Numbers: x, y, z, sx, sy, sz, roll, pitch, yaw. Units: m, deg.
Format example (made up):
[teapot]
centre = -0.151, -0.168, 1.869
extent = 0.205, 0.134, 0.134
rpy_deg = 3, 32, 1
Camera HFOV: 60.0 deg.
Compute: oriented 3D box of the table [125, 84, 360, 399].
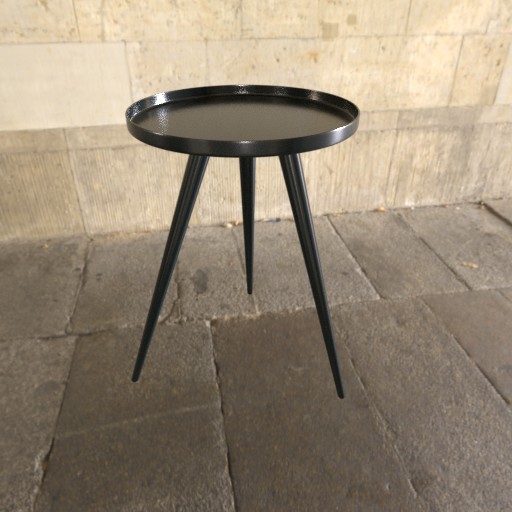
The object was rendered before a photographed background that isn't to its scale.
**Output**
[table]
centre = 0.000, 0.000, 0.845
extent = 0.415, 0.548, 0.403
rpy_deg = 20, 37, 29
